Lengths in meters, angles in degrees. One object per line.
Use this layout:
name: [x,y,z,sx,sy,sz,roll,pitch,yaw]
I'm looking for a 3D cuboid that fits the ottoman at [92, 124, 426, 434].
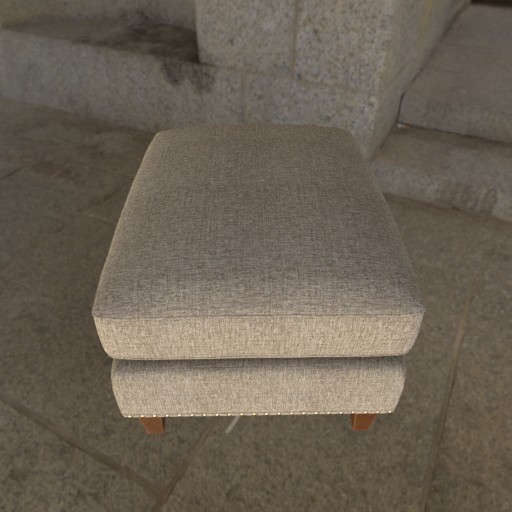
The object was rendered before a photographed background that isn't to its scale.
ottoman: [0.000,0.000,1.129,0.584,0.513,0.741,-1,40,-1]
